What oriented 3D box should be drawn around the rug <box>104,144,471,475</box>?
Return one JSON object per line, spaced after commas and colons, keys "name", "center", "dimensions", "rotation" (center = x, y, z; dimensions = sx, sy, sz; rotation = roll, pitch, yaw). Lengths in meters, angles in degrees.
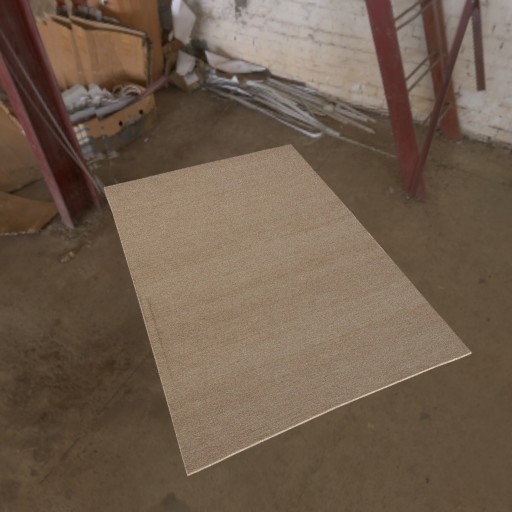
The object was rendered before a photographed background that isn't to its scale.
{"name": "rug", "center": [0.000, 0.000, 3.678], "dimensions": [2.032, 0.038, 2.869], "rotation": [-17, 48, -15]}
